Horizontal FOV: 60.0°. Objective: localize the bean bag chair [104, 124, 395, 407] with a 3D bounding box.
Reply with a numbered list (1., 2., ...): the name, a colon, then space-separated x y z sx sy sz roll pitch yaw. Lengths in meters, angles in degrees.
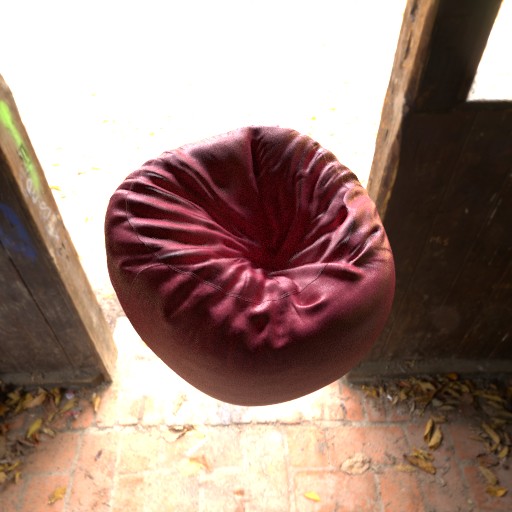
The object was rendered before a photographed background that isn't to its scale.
1. bean bag chair: 0.000 0.000 2.467 1.524 0.878 1.524 -23 51 -20
